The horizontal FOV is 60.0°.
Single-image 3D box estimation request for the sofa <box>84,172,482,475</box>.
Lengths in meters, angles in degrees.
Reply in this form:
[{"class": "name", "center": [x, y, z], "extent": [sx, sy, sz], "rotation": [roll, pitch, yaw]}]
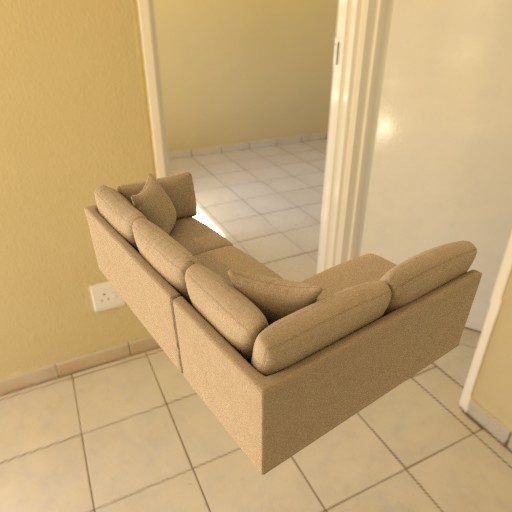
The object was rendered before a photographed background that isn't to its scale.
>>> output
[{"class": "sofa", "center": [0.000, 0.000, 3.814], "extent": [1.994, 0.978, 2.896], "rotation": [-19, 35, -30]}]
